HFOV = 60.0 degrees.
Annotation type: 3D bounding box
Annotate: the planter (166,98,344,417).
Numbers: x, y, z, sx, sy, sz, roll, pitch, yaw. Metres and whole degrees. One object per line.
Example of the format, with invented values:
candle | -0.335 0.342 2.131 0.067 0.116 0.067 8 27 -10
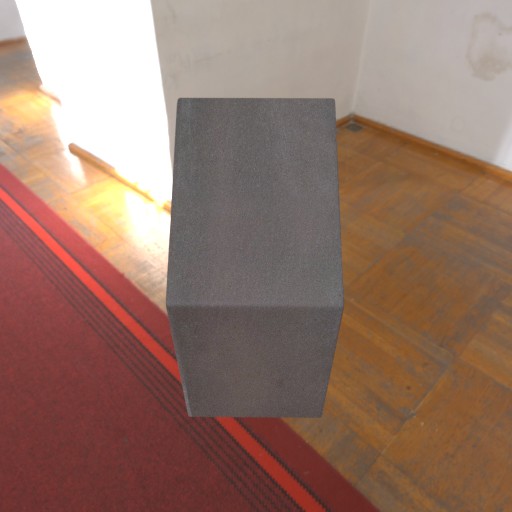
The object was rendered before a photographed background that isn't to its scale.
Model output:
planter | 0.000 0.000 0.284 0.077 0.206 0.169 0 42 0
